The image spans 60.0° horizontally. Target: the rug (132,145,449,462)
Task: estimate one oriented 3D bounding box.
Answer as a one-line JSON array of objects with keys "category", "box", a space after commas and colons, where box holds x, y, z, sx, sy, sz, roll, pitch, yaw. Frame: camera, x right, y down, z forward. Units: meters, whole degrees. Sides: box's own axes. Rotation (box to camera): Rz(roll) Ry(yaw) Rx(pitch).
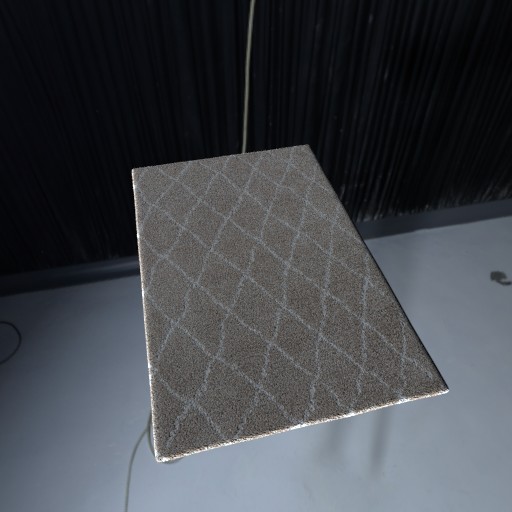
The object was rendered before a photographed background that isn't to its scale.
[{"category": "rug", "box": [0.000, 0.000, 3.465, 1.778, 0.030, 2.743, -10, 48, -9]}]
